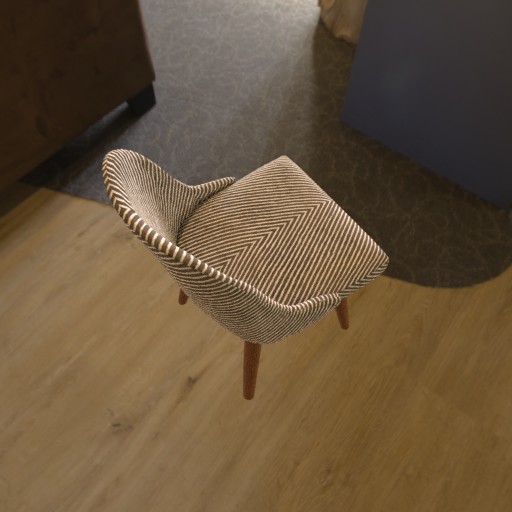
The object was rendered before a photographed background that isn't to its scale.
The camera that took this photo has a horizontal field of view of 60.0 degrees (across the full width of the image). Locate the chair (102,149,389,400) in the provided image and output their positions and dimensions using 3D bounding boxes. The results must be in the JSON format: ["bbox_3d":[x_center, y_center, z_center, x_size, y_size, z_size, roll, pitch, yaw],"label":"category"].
[{"bbox_3d":[0.000,0.000,1.236,0.591,0.883,0.504,-32,64,-17],"label":"chair"}]
